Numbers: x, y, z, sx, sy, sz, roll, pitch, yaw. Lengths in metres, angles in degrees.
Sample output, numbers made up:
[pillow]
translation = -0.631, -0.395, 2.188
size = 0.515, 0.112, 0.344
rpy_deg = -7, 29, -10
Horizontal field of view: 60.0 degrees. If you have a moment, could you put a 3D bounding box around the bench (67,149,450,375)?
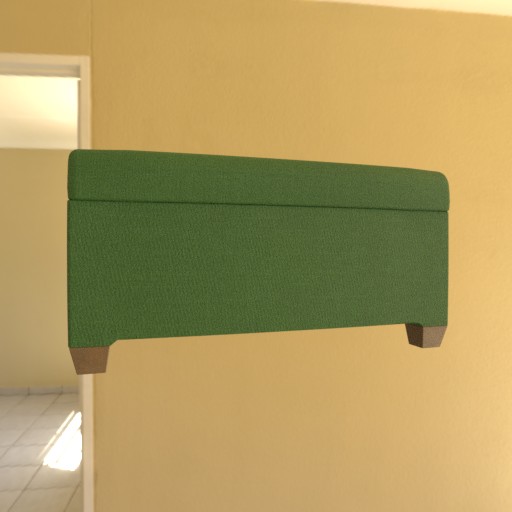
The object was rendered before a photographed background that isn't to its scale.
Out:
[bench]
translation = 0.000, 0.000, 1.281
size = 0.989, 0.501, 0.505
rpy_deg = 0, 1, -17
